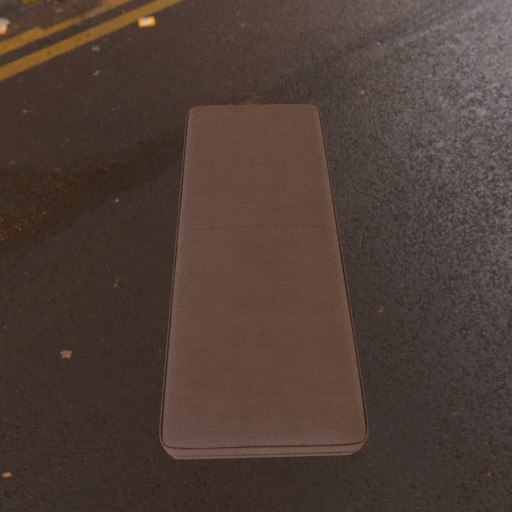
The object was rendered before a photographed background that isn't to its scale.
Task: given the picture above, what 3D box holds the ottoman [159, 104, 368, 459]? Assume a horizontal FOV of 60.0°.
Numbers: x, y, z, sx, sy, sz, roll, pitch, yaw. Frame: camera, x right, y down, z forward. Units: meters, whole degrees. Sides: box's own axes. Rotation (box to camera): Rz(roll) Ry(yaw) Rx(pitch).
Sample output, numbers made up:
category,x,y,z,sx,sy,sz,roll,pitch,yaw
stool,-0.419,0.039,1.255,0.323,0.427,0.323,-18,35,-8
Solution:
category,x,y,z,sx,sy,sz,roll,pitch,yaw
ottoman,0.000,0.000,2.094,0.751,0.470,1.764,-1,57,-1
